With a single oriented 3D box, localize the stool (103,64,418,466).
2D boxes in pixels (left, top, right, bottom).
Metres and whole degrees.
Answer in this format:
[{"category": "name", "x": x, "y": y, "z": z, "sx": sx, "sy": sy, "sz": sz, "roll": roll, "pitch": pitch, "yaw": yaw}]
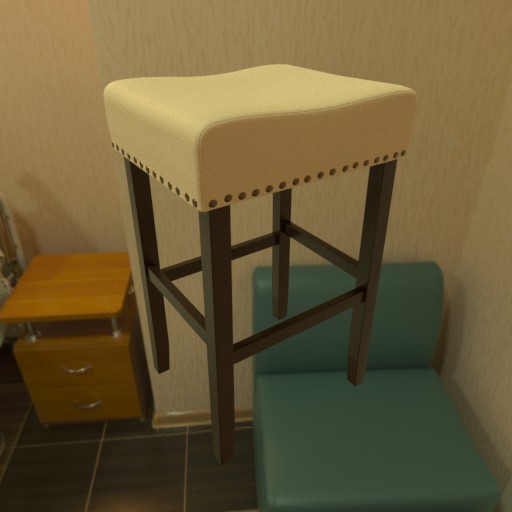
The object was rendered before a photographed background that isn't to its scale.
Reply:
[{"category": "stool", "x": 0.000, "y": 0.000, "z": 1.029, "sx": 0.471, "sy": 0.762, "sz": 0.401, "roll": -19, "pitch": 36, "yaw": -29}]
